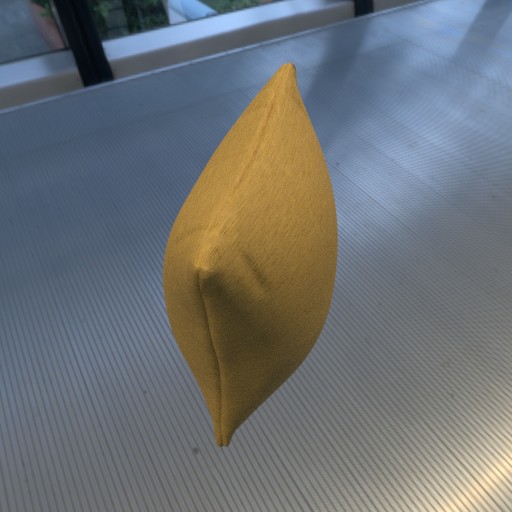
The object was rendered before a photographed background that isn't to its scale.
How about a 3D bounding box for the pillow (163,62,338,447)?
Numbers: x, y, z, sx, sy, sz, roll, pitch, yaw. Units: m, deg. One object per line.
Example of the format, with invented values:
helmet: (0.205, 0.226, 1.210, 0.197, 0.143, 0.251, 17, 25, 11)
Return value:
pillow: (0.000, 0.000, 0.674, 0.247, 0.417, 0.435, 10, 47, 9)
